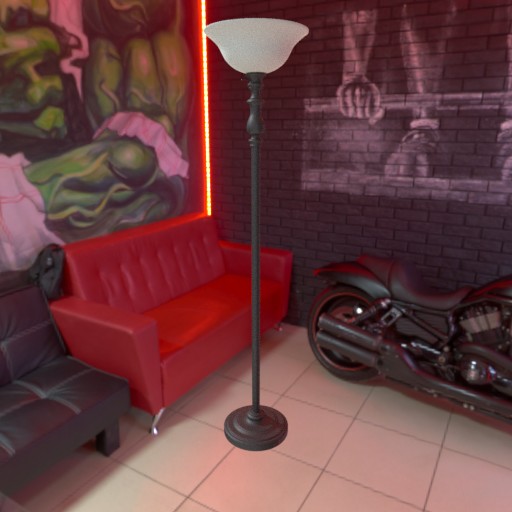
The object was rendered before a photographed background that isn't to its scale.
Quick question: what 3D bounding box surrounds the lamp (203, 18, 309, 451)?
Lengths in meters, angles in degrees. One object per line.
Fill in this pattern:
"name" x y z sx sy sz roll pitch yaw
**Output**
"lamp" 0.000 0.000 1.948 0.405 1.797 0.405 -8 17 -26
